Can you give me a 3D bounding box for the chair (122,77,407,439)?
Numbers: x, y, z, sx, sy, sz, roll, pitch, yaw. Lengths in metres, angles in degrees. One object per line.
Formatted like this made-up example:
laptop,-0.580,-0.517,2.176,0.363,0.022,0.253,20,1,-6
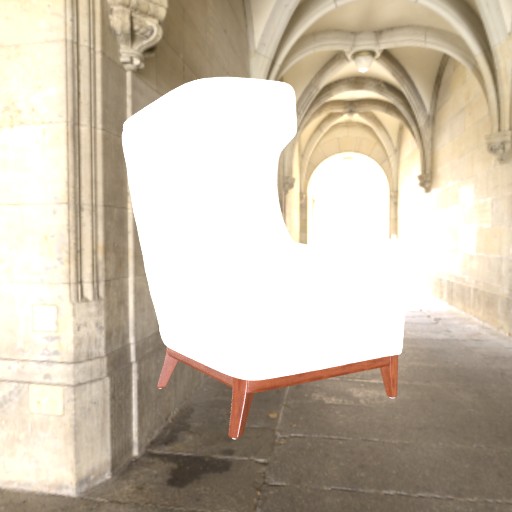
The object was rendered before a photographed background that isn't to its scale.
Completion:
chair,0.000,0.000,1.715,0.899,1.079,0.778,-1,3,-36
